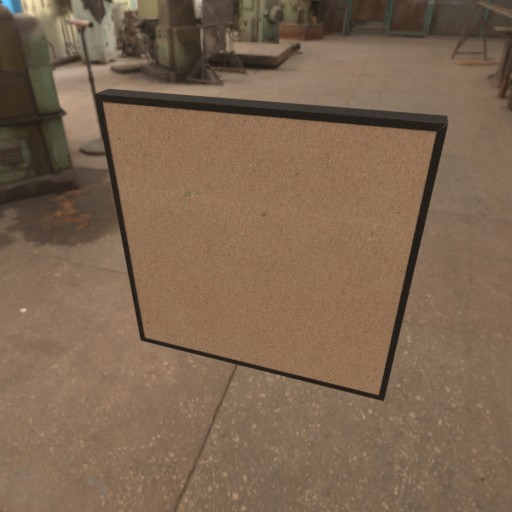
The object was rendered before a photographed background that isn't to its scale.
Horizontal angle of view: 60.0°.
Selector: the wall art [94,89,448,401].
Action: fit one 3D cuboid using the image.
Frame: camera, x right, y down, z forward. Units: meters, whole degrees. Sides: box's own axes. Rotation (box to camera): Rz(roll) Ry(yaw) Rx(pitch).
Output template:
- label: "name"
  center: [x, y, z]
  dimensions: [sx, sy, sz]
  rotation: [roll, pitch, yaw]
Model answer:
- label: "wall art"
  center: [0.000, 0.000, 0.761]
  dimensions: [0.508, 0.508, 0.038]
  rotation: [10, 34, 15]
